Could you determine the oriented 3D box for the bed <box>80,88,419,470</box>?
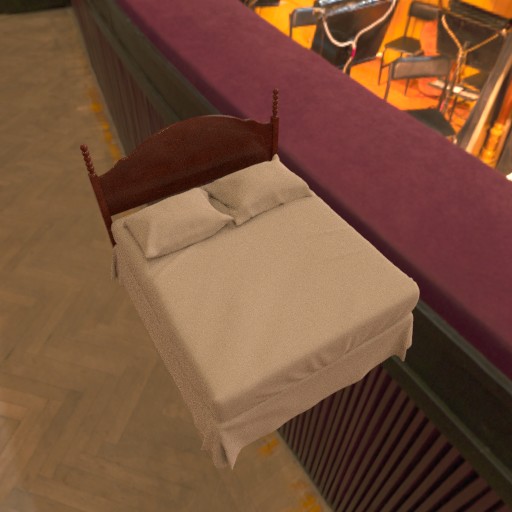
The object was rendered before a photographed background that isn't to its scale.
[{"bbox_3d":[0.000,0.000,3.272,1.873,1.356,2.040,-24,51,-21],"label":"bed"}]
